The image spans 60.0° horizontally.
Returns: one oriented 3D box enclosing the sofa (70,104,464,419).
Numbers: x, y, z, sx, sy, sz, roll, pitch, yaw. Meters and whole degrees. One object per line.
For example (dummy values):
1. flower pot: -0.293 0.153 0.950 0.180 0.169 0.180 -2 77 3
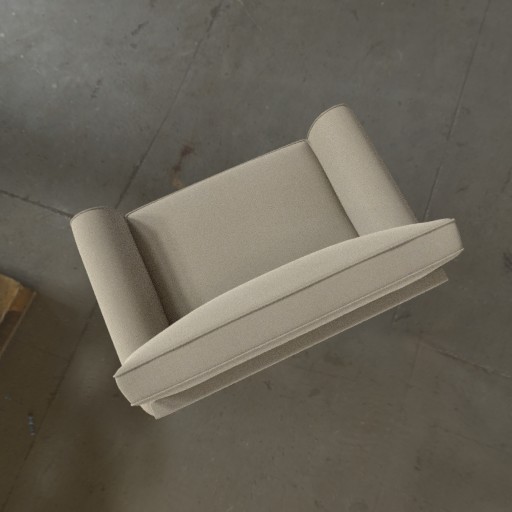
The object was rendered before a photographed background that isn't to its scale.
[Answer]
1. sofa: 0.000 0.000 2.032 1.405 1.006 0.937 -24 77 -6
